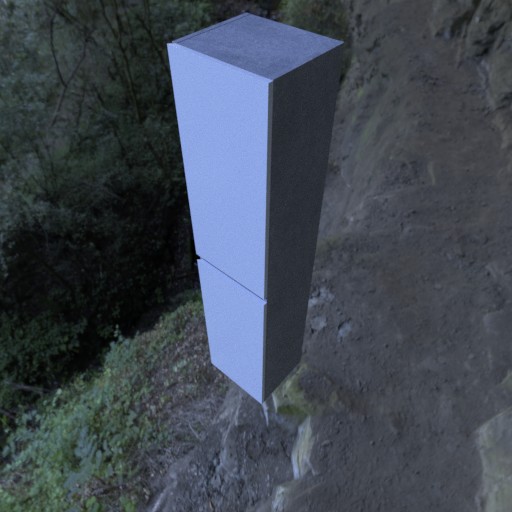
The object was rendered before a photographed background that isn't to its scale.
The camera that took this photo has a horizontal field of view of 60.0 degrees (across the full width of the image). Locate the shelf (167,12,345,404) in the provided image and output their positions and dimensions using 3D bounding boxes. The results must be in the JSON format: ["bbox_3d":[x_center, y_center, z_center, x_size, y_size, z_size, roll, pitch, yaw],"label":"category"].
[{"bbox_3d":[0.000,0.000,1.512,0.300,1.400,0.270,32,54,27],"label":"shelf"}]
